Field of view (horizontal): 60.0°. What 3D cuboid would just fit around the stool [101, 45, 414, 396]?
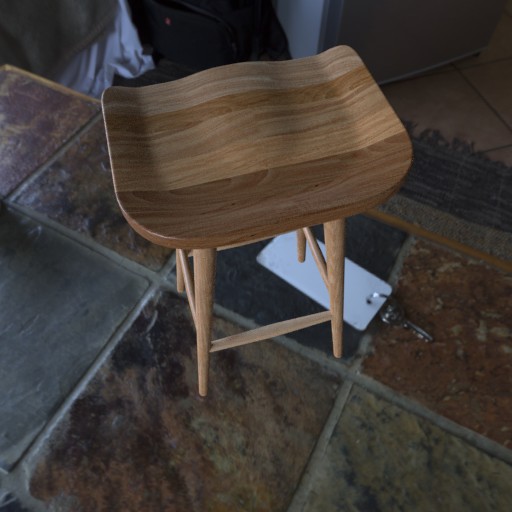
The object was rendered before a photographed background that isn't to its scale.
[{"bbox_3d":[0.000,0.000,0.921,0.407,0.698,0.322,-14,60,-8],"label":"stool"}]
